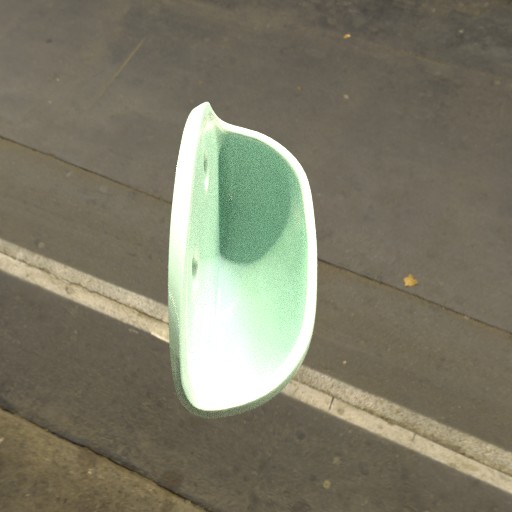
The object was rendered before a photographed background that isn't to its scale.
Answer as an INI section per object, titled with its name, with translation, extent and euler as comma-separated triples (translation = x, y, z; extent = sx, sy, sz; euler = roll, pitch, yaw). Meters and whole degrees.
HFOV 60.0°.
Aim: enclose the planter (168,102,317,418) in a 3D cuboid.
[planter]
translation = 0.000, 0.000, 0.271
extent = 0.073, 0.164, 0.189
euler = 2, 63, 1
